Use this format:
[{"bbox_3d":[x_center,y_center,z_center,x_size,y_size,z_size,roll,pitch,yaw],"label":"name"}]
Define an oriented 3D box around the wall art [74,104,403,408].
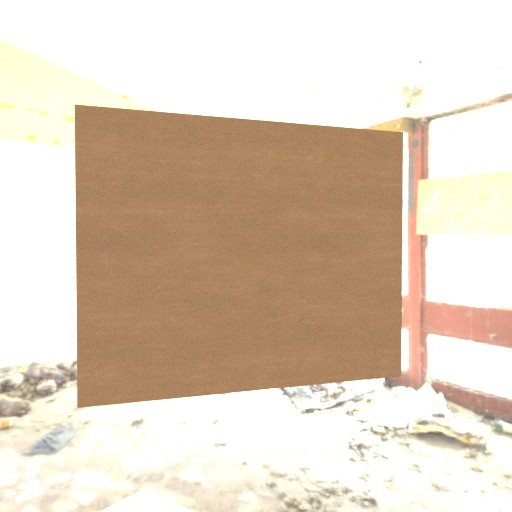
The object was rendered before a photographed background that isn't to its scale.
[{"bbox_3d":[0.000,0.000,0.672,0.508,0.408,0.010,0,1,-17],"label":"wall art"}]
